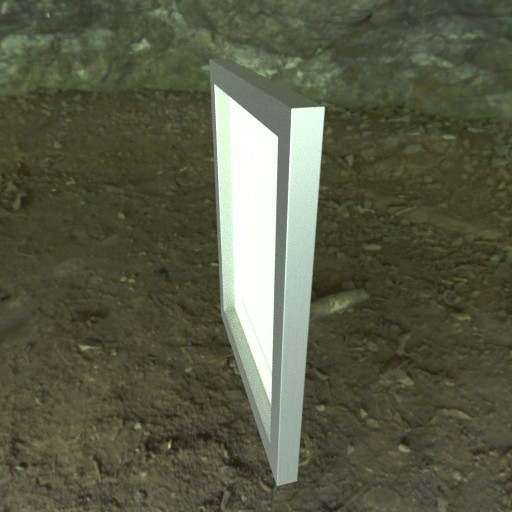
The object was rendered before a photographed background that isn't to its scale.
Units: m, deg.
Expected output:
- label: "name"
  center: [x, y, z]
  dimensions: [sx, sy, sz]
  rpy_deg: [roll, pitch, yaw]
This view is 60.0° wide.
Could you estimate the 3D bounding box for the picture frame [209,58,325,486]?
- label: "picture frame"
  center: [0.000, 0.000, 0.507]
  dimensions: [0.036, 0.386, 0.307]
  rpy_deg: [-7, 30, -13]
